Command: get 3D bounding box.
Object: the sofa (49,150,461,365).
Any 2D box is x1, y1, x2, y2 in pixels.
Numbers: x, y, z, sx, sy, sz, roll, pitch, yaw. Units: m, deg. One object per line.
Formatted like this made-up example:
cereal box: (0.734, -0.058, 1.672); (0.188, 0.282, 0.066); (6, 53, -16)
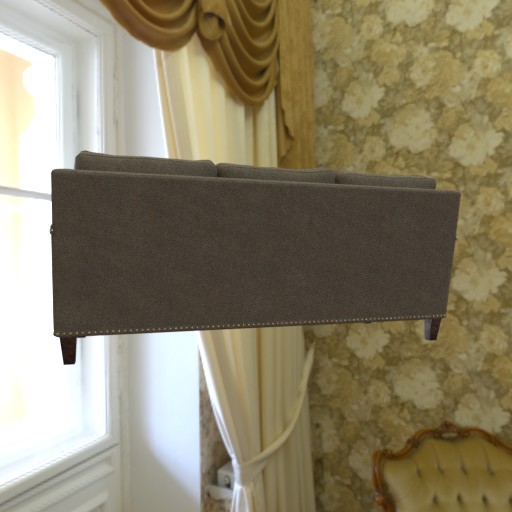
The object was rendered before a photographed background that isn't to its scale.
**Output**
sofa: (0.000, 0.000, 2.749); (2.226, 1.042, 1.034); (0, 0, -17)
